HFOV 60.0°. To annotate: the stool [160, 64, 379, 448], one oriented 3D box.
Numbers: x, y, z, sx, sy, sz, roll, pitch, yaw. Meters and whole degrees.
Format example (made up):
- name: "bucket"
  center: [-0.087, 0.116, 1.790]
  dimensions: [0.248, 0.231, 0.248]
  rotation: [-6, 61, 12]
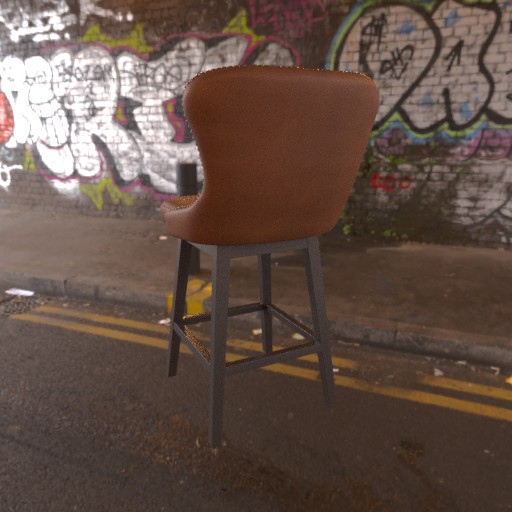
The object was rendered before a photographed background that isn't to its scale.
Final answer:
- name: "stool"
  center: [0.000, 0.000, 1.315]
  dimensions: [0.528, 0.971, 0.593]
  rotation: [-8, 17, -26]
